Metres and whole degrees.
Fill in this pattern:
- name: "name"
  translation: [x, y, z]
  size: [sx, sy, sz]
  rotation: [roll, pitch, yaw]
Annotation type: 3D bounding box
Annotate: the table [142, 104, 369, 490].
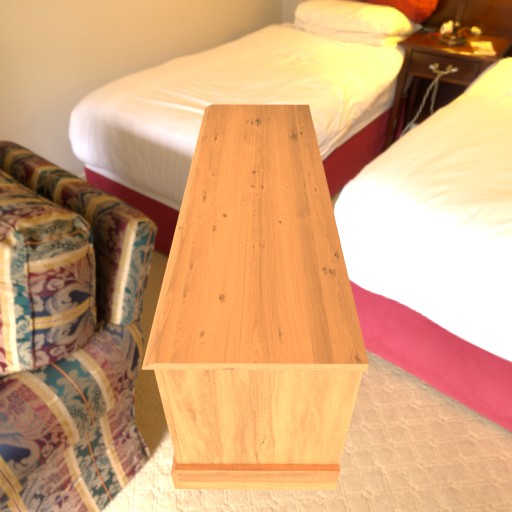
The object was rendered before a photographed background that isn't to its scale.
- name: "table"
  translation: [0.000, 0.000, 1.398]
  size: [0.400, 0.510, 1.200]
  rotation: [0, 40, 0]
